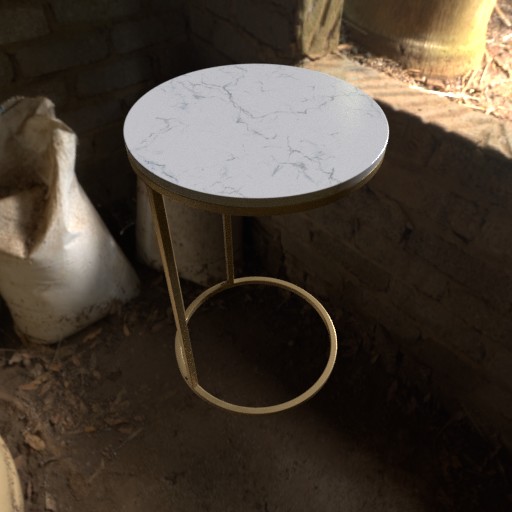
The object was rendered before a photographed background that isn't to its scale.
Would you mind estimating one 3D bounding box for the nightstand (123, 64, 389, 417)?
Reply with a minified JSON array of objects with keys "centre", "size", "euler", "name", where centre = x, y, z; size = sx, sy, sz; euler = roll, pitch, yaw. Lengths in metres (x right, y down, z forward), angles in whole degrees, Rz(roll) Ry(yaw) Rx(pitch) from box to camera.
[{"centre":[0.000,0.000,0.899],"size":[0.400,0.610,0.400],"euler":[10,46,9],"name":"nightstand"}]
